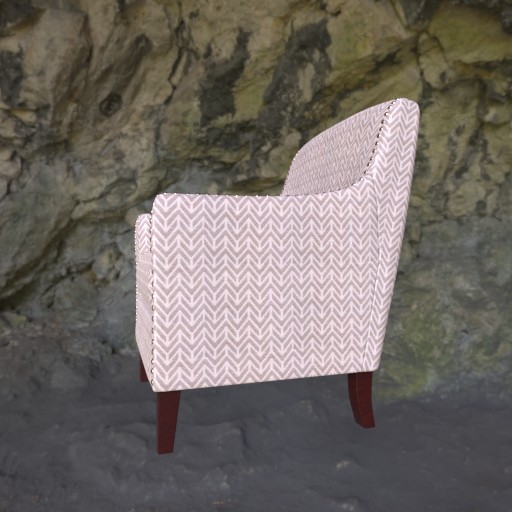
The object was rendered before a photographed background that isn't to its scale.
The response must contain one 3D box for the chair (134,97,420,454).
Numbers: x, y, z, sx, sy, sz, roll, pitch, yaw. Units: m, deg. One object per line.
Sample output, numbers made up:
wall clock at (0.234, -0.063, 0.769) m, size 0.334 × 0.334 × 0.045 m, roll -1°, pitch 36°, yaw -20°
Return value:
chair at (0.000, 0.000, 1.280) m, size 0.651 × 0.816 × 0.623 m, roll 0°, pitch 1°, yaw -18°
